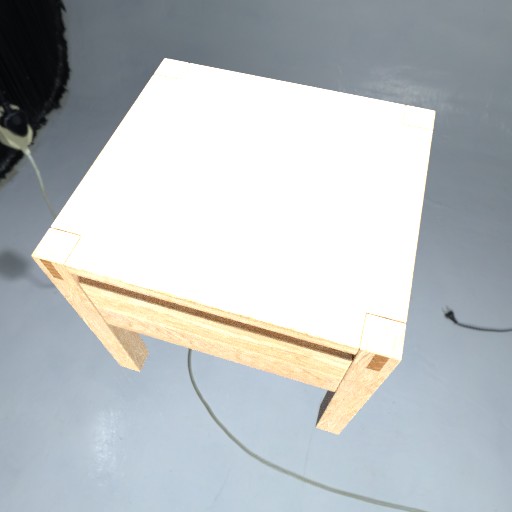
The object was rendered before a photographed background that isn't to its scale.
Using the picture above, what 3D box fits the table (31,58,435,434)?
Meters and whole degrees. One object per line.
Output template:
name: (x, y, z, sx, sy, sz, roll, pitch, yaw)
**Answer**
table: (0.000, 0.000, 0.841, 0.480, 0.450, 0.440, 15, 59, 9)
